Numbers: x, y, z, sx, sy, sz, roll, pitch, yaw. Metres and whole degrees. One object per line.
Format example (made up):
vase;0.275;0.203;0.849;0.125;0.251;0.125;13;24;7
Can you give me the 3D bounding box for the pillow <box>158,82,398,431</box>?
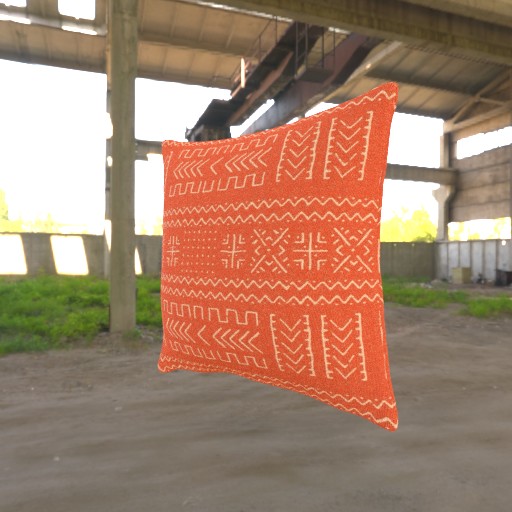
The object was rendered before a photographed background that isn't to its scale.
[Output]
pillow;0.000;0.000;0.674;0.438;0.429;0.164;0;0;37
